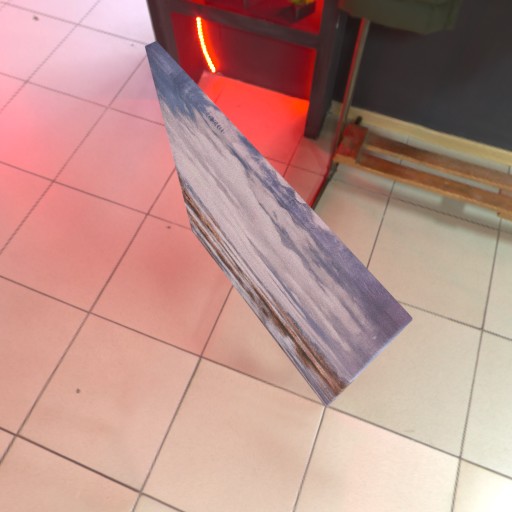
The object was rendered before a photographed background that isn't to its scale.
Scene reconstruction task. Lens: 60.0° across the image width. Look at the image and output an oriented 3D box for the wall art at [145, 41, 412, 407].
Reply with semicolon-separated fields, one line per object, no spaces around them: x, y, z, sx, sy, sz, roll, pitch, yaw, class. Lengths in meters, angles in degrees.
0.000;0.000;1.508;0.040;1.020;1.010;-33;68;-15;wall art
